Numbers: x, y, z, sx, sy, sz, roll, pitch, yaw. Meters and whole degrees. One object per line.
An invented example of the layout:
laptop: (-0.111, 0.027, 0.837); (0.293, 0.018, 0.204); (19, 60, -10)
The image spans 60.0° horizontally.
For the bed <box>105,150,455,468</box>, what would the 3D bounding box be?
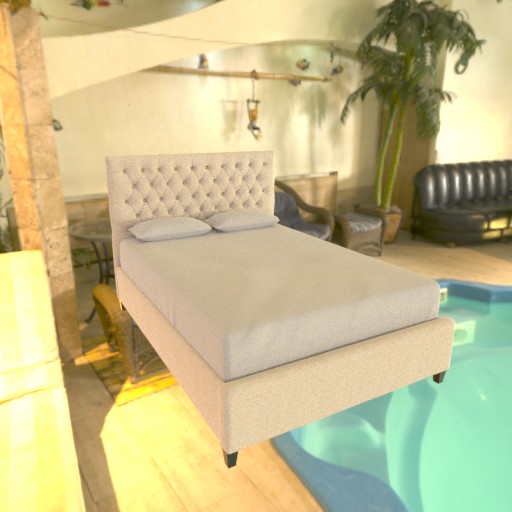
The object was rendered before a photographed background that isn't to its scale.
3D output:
bed: (0.000, 0.000, 3.413); (1.698, 1.427, 2.387); (-9, 19, -28)
